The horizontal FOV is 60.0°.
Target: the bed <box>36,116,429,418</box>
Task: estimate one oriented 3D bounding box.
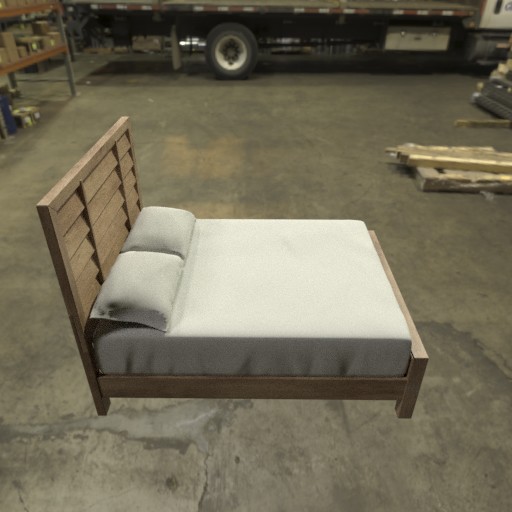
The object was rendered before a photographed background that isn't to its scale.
[{"bbox_3d":[0.000,0.000,3.330,2.197,1.626,1.626,0,33,1],"label":"bed"}]
